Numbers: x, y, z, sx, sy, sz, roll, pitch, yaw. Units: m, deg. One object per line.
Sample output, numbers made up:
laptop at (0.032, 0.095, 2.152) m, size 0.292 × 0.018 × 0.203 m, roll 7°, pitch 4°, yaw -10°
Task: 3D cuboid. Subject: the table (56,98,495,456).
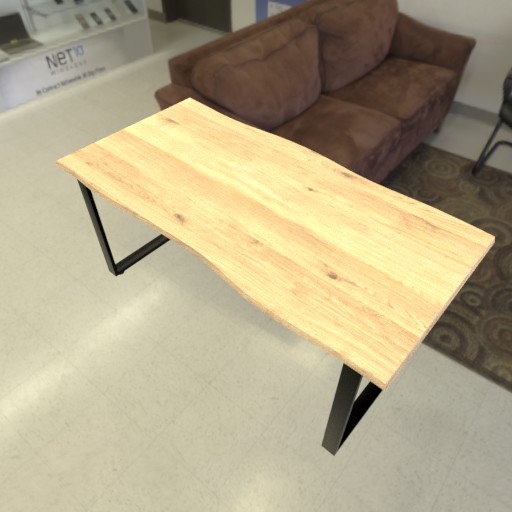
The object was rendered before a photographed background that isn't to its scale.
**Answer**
table at (0.000, 0.000, 2.231) m, size 1.800 × 0.780 × 0.900 m, roll 32°, pitch 54°, yaw 28°
